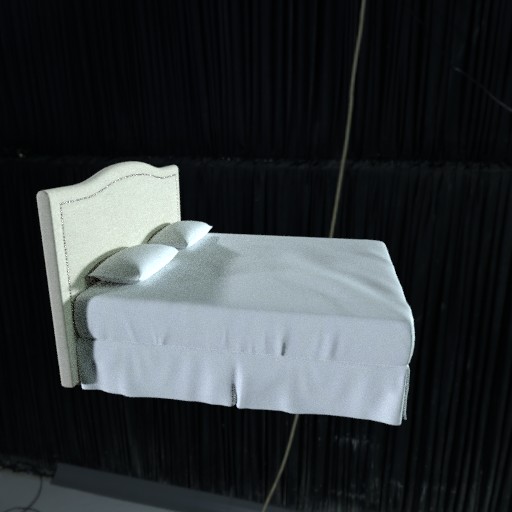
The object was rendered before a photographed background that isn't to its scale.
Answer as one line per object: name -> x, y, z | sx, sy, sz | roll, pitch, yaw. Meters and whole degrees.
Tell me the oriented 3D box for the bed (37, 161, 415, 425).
bed -> 0.000, 0.000, 3.478 | 2.182, 1.421, 2.083 | 3, 16, 10
